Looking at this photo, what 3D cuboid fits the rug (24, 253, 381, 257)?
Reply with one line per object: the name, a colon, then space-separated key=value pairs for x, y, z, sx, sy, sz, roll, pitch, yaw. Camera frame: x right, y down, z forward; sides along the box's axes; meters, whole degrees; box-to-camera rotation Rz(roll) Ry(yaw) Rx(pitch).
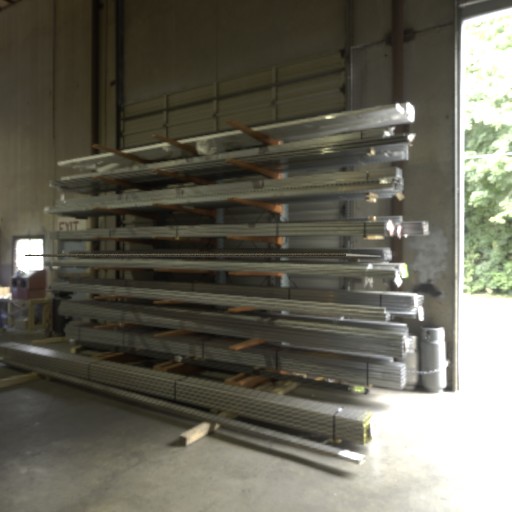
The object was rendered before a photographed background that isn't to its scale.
rug: x=0.000 y=0.000 z=3.039 sx=1.524 sy=0.012 sz=2.438 roll=0 pitch=0 yaw=19
